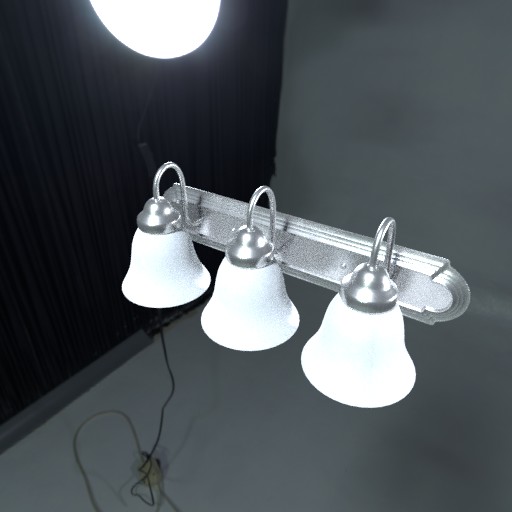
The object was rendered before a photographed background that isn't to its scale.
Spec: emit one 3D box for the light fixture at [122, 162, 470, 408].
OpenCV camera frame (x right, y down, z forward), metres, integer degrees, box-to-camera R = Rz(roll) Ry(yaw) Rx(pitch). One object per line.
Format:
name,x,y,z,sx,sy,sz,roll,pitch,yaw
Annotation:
light fixture,0.000,0.000,0.702,0.610,0.222,0.199,19,36,29
